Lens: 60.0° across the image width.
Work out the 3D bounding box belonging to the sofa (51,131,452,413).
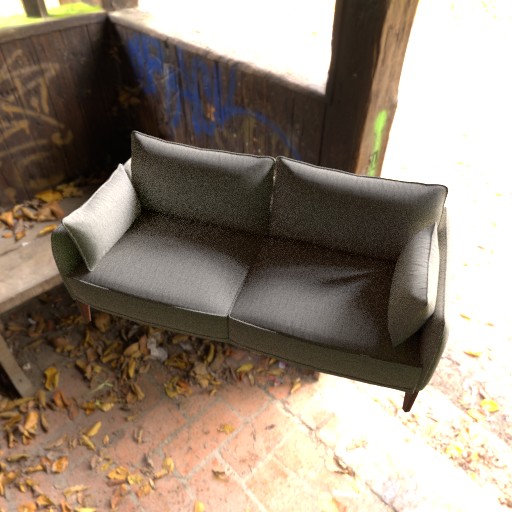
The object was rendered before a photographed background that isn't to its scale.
[{"bbox_3d":[0.000,0.000,2.451,1.989,0.860,0.991,12,44,13],"label":"sofa"}]
